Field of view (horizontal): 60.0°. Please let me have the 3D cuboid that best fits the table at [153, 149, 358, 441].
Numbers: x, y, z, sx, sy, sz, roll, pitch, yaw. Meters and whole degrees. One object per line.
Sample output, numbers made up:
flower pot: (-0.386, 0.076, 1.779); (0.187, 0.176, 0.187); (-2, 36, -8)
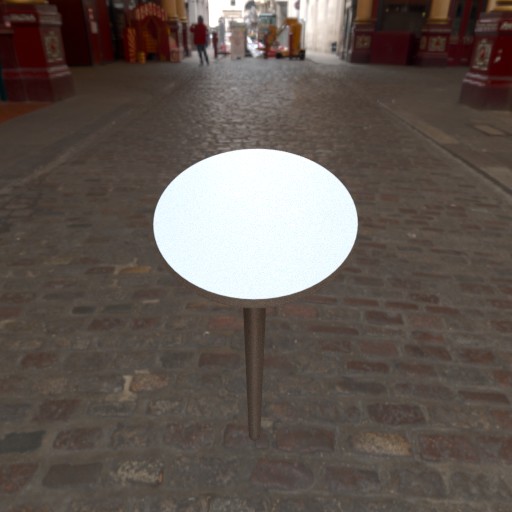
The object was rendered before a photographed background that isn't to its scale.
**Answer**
table: (0.000, 0.000, 1.358); (0.542, 0.390, 1.083); (0, 27, 0)
